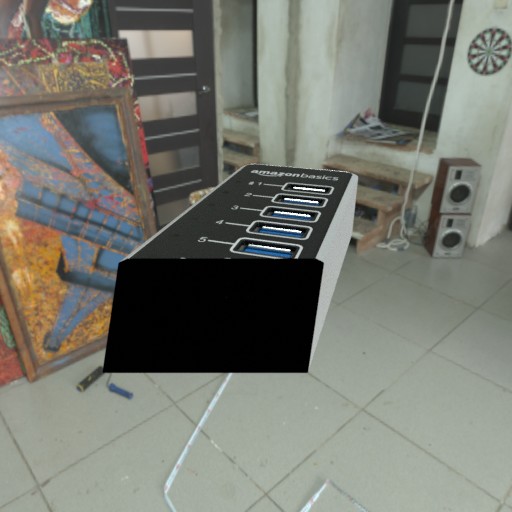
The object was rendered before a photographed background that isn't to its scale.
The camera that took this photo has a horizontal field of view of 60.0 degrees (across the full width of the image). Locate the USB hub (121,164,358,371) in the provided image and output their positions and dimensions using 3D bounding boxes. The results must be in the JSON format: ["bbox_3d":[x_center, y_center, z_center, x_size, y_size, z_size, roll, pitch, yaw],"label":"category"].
[{"bbox_3d":[0.000,0.000,0.126,0.044,0.023,0.110,8,28,16],"label":"USB hub"}]
